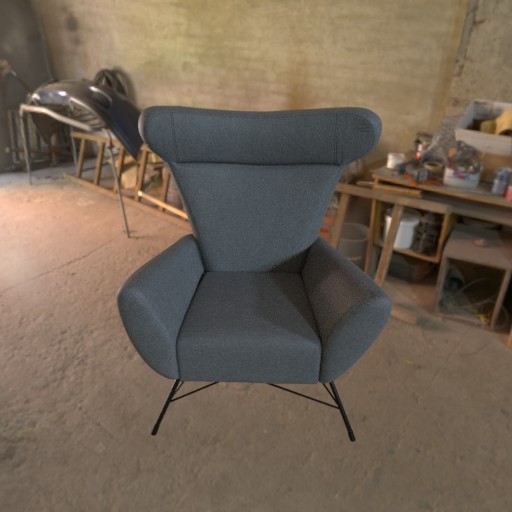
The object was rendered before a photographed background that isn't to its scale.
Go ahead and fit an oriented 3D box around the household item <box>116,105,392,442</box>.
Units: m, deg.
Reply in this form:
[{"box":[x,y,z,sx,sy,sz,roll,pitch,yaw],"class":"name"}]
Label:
[{"box":[0.000,0.000,1.775,0.980,1.050,0.900,1,30,2],"class":"household item"}]
